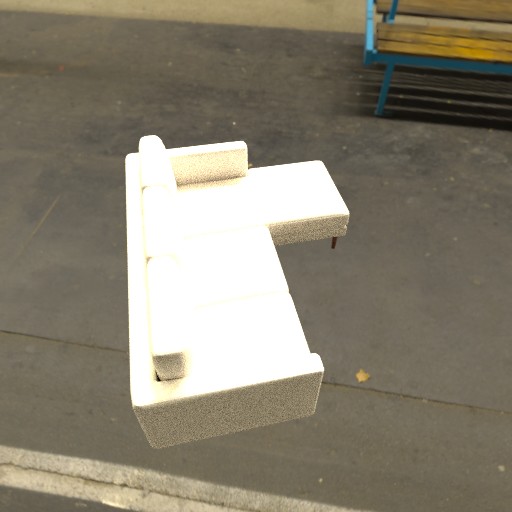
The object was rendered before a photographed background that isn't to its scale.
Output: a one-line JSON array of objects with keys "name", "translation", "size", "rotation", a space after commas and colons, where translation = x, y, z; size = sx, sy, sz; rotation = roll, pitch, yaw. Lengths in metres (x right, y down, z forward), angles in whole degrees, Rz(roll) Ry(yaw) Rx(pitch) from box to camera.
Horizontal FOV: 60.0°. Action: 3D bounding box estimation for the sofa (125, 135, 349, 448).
[{"name": "sofa", "translation": [0.000, 0.000, 2.929], "size": [1.580, 0.899, 2.029], "rotation": [-9, 48, -8]}]
